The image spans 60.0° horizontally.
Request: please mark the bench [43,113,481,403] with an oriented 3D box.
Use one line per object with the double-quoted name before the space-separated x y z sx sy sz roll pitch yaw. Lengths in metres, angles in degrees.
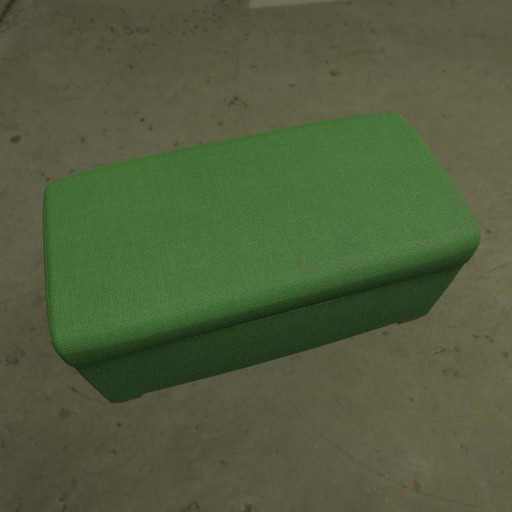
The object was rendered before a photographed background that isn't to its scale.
"bench" 0.000 0.000 1.251 0.989 0.501 0.505 -14 58 -9
